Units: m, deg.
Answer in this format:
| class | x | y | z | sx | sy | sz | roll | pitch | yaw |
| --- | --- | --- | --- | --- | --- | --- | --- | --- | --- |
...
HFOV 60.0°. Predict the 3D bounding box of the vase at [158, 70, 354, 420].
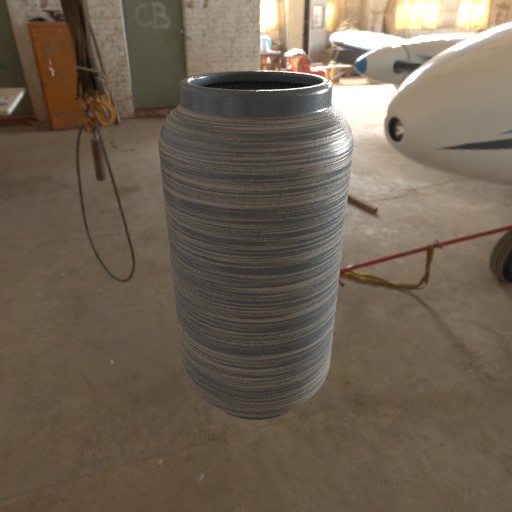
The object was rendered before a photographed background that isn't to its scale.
| class | x | y | z | sx | sy | sz | roll | pitch | yaw |
| --- | --- | --- | --- | --- | --- | --- | --- | --- | --- |
| vase | 0.000 | 0.000 | 0.308 | 0.116 | 0.230 | 0.116 | 0 | 29 | 0 |
